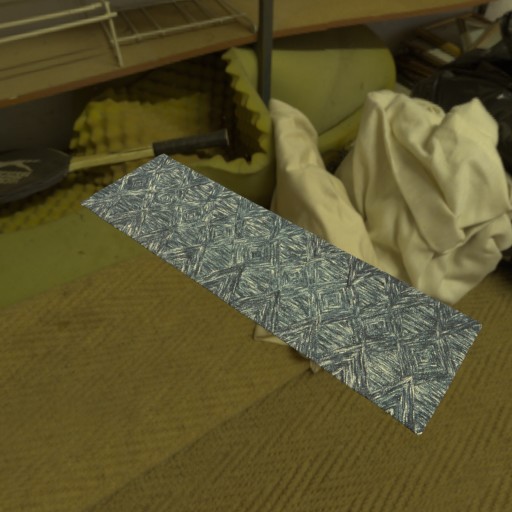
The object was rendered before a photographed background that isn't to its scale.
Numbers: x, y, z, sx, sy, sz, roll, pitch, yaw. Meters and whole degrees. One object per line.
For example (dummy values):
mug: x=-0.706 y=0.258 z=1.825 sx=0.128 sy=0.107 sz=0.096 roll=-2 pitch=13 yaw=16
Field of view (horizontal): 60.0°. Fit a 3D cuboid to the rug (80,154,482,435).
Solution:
rug: x=0.000 y=0.000 z=2.482 sx=2.306 sy=0.013 sz=0.719 roll=31 pitch=54 yaw=26
